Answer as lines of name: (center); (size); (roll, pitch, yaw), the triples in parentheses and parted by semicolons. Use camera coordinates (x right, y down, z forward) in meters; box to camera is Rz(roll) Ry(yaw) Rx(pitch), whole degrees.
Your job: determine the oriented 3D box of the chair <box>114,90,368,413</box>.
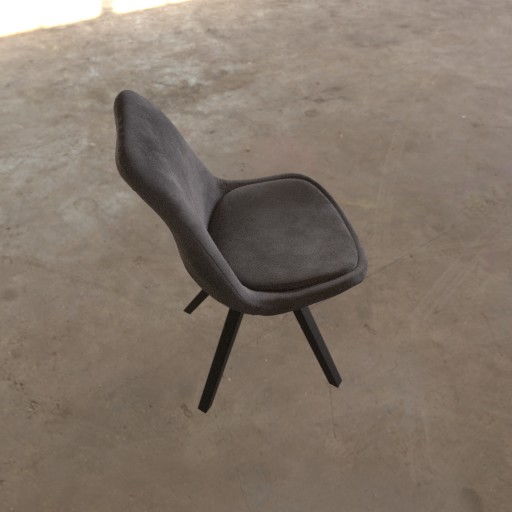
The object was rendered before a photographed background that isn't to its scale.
chair: (0.000, 0.000, 1.176); (0.550, 0.850, 0.476); (-10, 47, -9)
